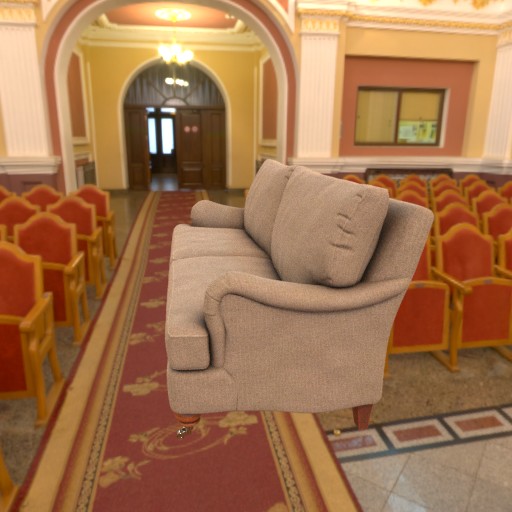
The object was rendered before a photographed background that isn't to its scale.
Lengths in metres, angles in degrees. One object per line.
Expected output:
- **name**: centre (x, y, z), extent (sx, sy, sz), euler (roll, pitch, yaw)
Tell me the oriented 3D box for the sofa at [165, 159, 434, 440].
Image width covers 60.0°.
- **sofa**: centre (0.000, 0.000, 2.753), extent (1.069, 1.096, 2.193), euler (-2, 15, -9)
